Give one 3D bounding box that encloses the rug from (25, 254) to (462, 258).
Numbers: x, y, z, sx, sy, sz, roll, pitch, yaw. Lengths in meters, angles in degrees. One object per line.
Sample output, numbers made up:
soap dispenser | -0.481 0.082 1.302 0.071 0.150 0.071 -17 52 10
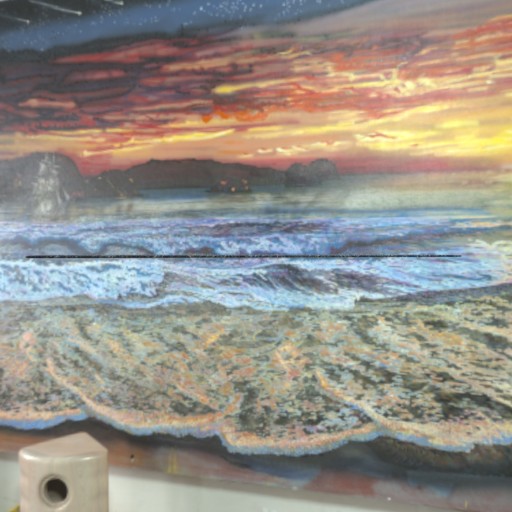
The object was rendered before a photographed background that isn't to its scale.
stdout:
rug | 0.000 0.000 2.573 2.306 0.013 0.719 0 0 -18
